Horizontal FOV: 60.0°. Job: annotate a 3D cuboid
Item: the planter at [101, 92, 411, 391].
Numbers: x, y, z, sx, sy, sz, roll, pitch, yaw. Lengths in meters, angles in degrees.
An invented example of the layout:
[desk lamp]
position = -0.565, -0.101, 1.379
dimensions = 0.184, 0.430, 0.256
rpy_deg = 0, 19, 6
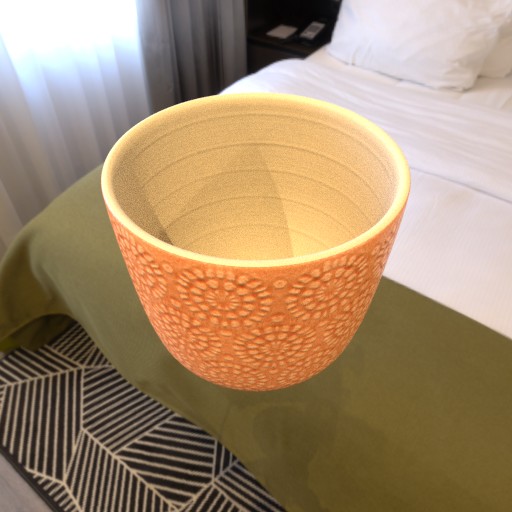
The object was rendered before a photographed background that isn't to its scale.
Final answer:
[planter]
position = 0.000, 0.000, 0.371
dimensions = 0.208, 0.190, 0.208
rpy_deg = 0, 45, 0
